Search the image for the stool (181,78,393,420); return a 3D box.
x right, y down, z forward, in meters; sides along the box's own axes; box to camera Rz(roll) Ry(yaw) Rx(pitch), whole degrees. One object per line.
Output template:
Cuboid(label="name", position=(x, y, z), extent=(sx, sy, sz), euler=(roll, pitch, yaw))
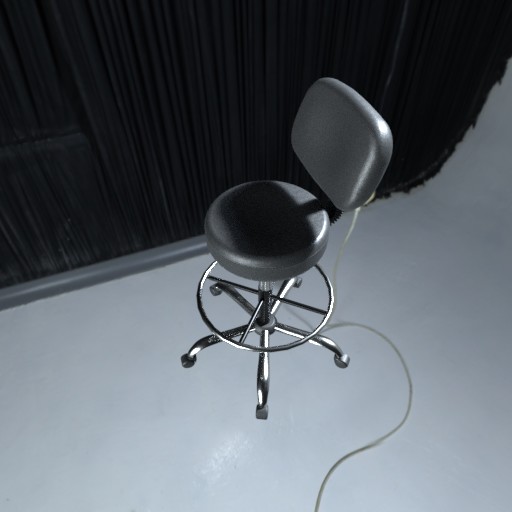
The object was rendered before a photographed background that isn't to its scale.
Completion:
Cuboid(label="stool", position=(0.000, 0.000, 1.532), extent=(0.658, 1.069, 0.694), euler=(-16, 48, -14))
